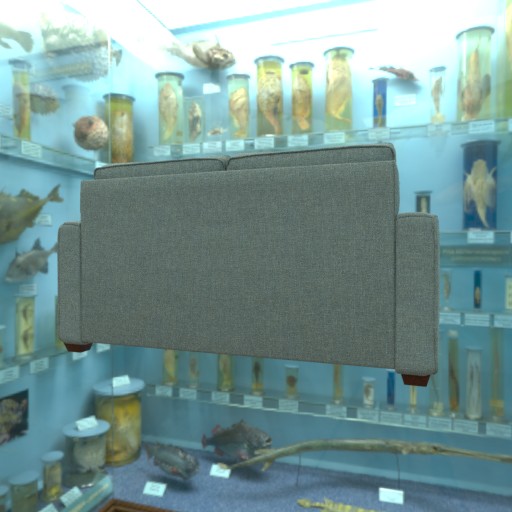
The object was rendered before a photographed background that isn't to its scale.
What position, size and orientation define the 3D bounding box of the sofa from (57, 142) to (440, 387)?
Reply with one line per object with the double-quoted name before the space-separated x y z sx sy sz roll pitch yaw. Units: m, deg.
"sofa" 0.000 0.000 2.249 1.706 0.915 0.945 0 1 20
